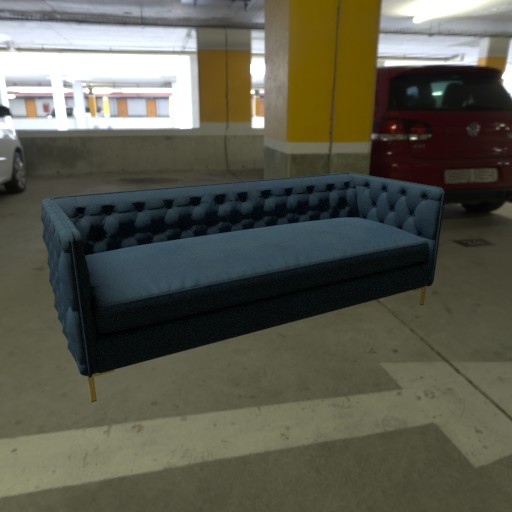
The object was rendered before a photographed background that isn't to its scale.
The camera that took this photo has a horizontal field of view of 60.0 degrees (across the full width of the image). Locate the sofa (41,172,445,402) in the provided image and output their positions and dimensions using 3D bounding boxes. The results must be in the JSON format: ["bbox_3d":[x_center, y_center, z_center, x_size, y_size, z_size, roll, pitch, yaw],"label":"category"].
[{"bbox_3d":[0.000,0.000,2.636,2.209,0.771,0.895,-10,20,-28],"label":"sofa"}]
